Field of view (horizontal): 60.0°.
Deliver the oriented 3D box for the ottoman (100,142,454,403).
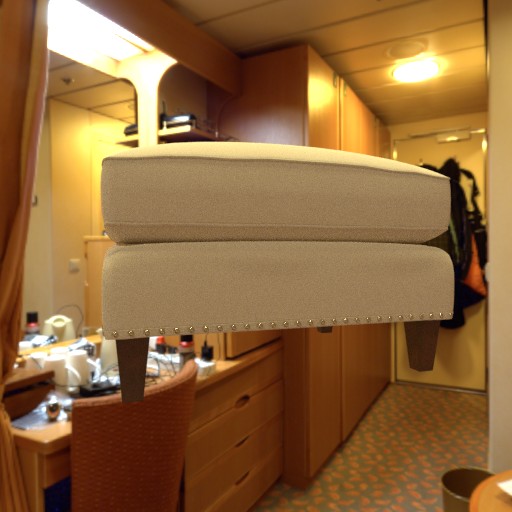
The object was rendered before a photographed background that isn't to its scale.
[{"bbox_3d":[0.000,0.000,1.133,0.741,0.513,0.584,0,1,-18],"label":"ottoman"}]
